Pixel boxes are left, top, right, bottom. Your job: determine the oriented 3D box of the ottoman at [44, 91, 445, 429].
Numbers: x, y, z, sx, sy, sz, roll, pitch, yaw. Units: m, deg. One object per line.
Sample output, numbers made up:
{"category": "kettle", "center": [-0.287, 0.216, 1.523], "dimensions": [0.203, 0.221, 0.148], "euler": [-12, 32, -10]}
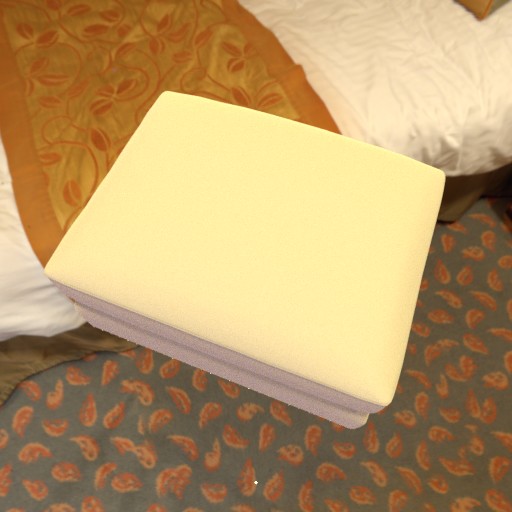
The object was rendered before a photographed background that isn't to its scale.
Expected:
{"category": "ottoman", "center": [0.000, 0.000, 1.124], "dimensions": [0.741, 0.513, 0.584], "euler": [19, 65, 9]}
